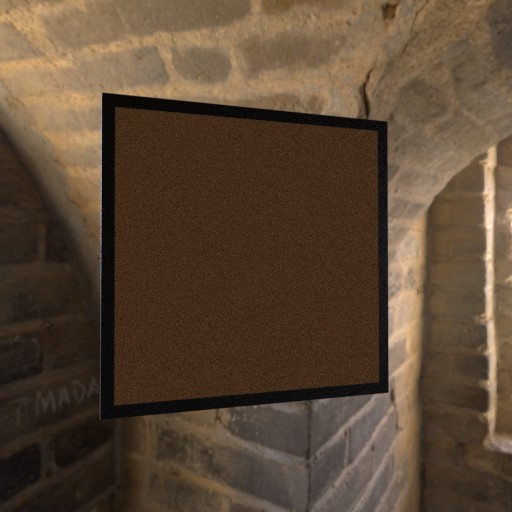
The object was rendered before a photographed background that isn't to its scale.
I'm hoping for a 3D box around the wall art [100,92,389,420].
[{"bbox_3d":[0.000,0.000,1.159,0.765,0.765,0.038,0,-1,-16],"label":"wall art"}]
